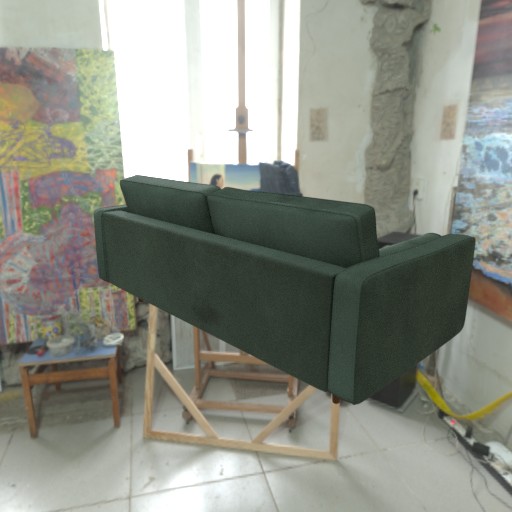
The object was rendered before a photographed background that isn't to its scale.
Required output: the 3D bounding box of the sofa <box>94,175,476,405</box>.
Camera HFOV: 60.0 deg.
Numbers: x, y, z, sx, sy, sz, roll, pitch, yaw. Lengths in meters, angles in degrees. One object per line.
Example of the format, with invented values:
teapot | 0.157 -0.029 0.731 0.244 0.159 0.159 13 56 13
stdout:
sofa | 0.000 0.000 2.319 0.916 0.772 1.880 -14 21 -42
